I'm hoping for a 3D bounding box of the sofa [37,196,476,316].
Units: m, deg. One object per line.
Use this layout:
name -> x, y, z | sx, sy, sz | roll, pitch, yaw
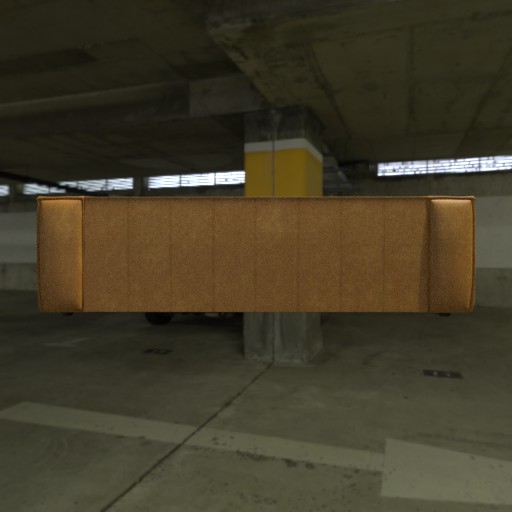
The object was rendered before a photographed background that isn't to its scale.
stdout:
sofa -> 0.000, 0.000, 3.051 | 2.581, 0.701, 1.102 | 0, 0, 0
